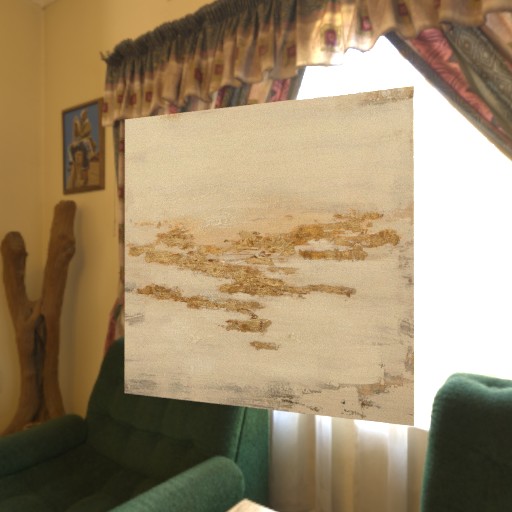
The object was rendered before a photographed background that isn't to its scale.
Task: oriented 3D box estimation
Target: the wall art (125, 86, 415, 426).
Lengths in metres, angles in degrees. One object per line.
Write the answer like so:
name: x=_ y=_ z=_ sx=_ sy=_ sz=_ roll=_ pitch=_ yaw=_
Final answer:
wall art: x=0.000 y=0.000 z=1.119 sx=0.753 sy=0.755 sz=0.038 roll=0 pitch=0 yaw=19
